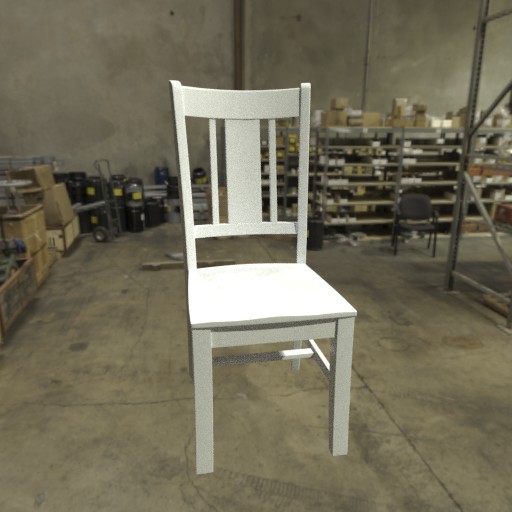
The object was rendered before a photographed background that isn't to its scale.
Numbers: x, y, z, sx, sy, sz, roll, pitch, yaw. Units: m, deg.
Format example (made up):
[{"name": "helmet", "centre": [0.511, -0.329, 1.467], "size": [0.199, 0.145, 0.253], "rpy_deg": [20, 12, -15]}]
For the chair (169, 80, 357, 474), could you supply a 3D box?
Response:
[{"name": "chair", "centre": [0.000, 0.000, 1.292], "size": [0.450, 0.998, 0.555], "rpy_deg": [-3, 16, -10]}]
